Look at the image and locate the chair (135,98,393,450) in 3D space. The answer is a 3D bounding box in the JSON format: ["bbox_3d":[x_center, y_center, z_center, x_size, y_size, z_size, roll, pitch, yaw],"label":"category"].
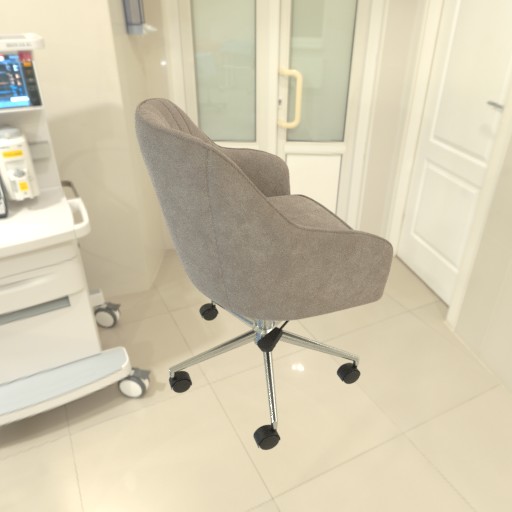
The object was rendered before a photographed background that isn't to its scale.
[{"bbox_3d":[0.000,0.000,1.257,0.573,0.831,0.635,-10,32,-17],"label":"chair"}]
